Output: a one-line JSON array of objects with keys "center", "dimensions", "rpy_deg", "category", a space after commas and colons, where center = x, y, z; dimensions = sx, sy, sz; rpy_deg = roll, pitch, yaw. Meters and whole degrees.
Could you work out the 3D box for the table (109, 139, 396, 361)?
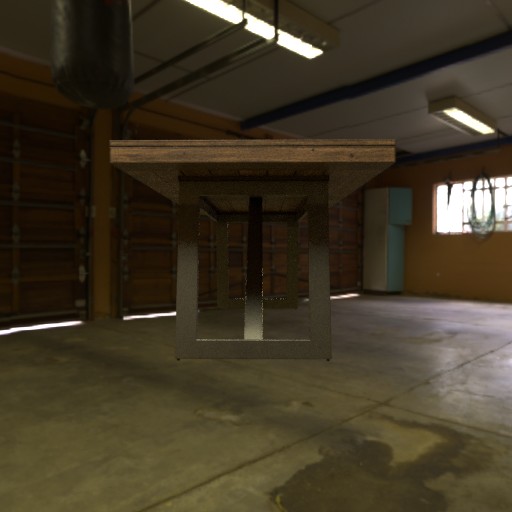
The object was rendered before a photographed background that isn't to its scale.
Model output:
[{"center": [0.000, 0.000, 2.374], "dimensions": [0.931, 0.757, 1.867], "rpy_deg": [0, 0, 1], "category": "table"}]
